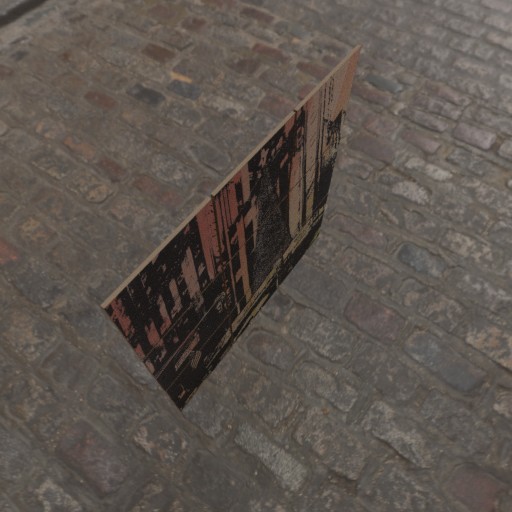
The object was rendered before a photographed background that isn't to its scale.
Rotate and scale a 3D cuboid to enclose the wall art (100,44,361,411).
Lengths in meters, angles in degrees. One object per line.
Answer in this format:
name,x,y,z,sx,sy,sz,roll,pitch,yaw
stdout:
wall art,0.000,0.000,2.265,0.017,1.521,1.527,32,65,17
